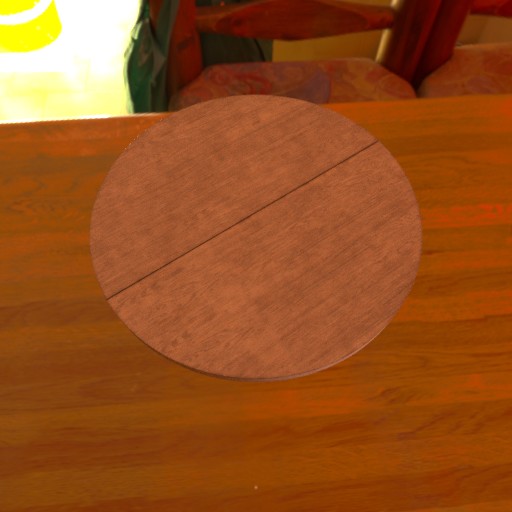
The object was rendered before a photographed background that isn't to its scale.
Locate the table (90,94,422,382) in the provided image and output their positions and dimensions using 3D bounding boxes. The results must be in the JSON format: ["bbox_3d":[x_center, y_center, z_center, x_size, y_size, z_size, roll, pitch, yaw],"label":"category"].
[{"bbox_3d":[0.000,0.000,2.182,1.363,0.781,1.363,0,62,0],"label":"table"}]
